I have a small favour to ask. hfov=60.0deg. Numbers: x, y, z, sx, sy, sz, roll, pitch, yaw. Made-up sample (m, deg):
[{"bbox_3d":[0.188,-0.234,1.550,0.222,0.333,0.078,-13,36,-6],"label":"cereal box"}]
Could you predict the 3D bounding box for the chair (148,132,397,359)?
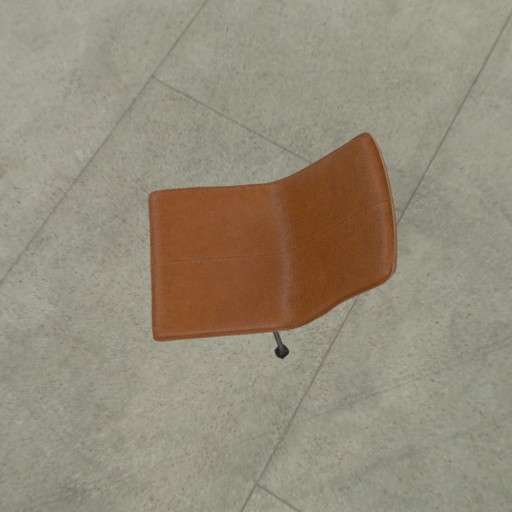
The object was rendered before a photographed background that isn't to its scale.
[{"bbox_3d":[0.000,0.000,1.397,0.660,0.920,0.651,-5,77,-1],"label":"chair"}]
